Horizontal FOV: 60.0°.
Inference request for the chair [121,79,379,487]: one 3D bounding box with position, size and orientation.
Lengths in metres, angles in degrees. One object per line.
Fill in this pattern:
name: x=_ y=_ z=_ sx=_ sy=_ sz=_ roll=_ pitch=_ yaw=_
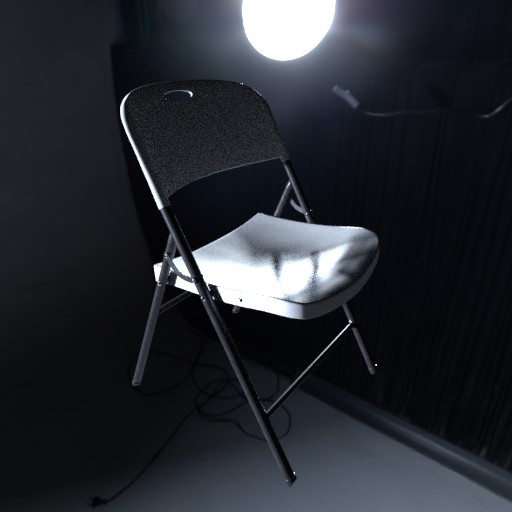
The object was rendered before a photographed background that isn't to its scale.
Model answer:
chair: x=0.000 y=0.000 z=1.142 sx=0.566 sy=0.810 sz=0.494 roll=19 pitch=32 yaw=32
